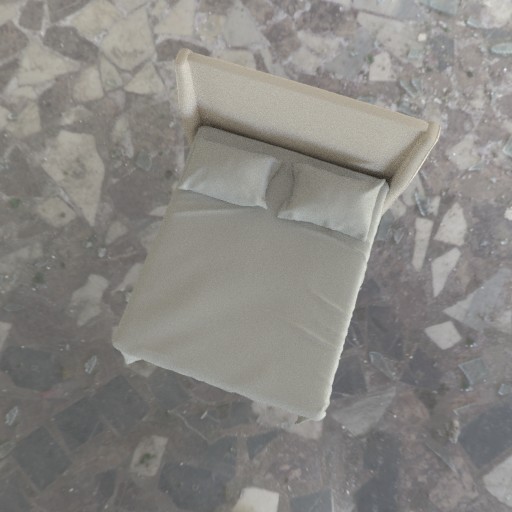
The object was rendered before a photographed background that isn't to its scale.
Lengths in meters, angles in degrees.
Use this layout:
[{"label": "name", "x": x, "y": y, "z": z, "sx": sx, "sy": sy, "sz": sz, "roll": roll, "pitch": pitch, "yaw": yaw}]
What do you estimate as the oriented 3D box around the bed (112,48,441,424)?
[{"label": "bed", "x": 0.000, "y": 0.000, "z": 3.449, "sx": 1.925, "sy": 1.332, "sz": 2.276, "roll": 18, "pitch": 77, "yaw": 4}]
